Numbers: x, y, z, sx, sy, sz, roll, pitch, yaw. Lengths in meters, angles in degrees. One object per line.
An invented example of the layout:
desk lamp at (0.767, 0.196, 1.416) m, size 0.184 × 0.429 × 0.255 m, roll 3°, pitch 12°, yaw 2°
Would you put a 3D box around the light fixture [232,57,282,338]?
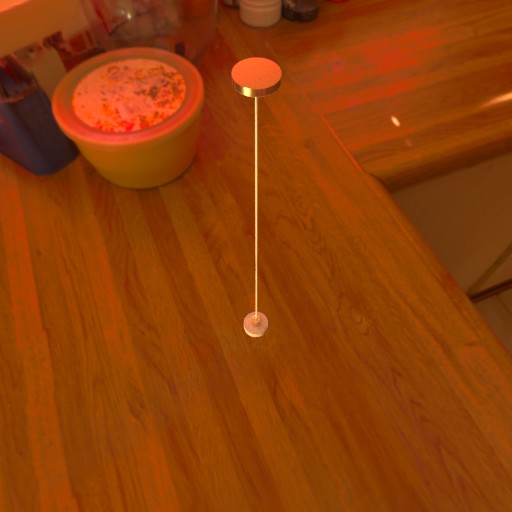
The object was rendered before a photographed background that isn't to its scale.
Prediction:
light fixture at (0.000, 0.000, 1.773) m, size 0.129 × 1.669 × 0.129 m, roll 33°, pitch 64°, yaw 19°
